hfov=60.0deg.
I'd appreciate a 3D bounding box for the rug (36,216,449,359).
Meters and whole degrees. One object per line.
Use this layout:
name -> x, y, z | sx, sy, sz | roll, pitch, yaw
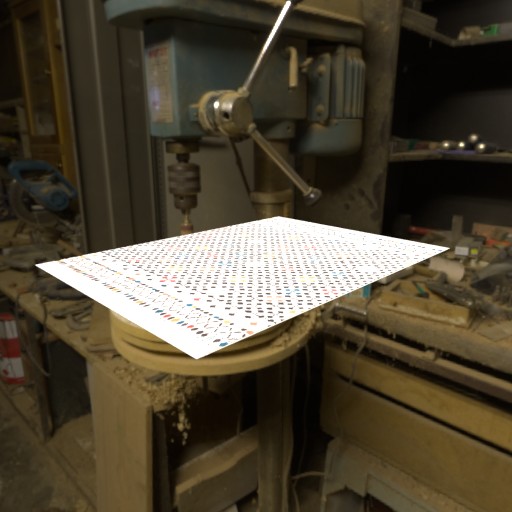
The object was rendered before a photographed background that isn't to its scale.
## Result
rug -> 0.000, 0.000, 4.219 | 3.196, 0.007, 2.354 | -15, 22, -42
